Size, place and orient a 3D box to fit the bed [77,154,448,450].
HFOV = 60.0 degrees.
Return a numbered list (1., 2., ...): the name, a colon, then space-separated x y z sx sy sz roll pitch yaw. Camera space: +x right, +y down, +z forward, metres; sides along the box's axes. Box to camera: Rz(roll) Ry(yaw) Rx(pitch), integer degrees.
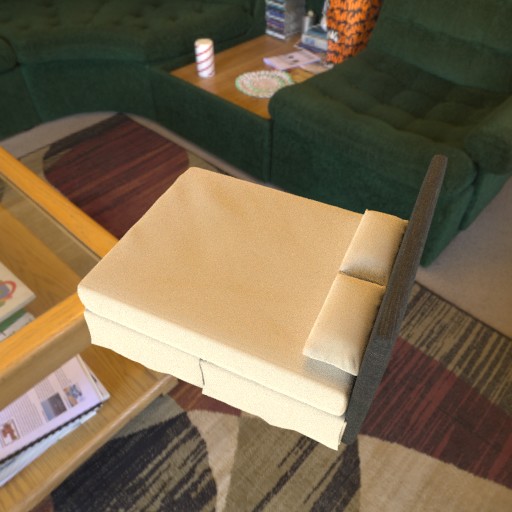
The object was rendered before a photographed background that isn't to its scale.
1. bed: 0.000 0.000 3.262 2.142 1.330 1.723 19 50 17
